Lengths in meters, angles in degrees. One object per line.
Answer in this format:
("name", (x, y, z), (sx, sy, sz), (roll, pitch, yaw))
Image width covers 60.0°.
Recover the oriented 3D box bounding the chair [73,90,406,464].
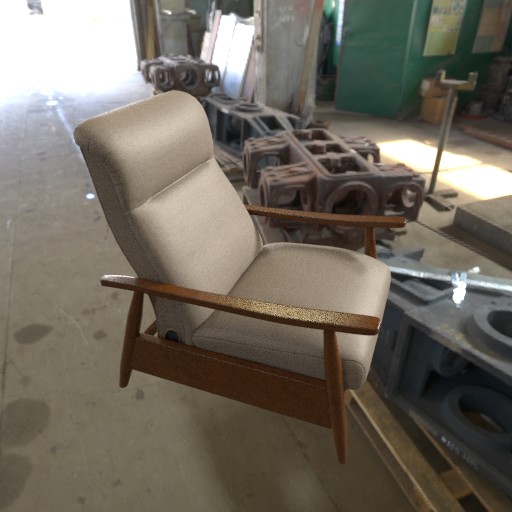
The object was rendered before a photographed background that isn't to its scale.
("chair", (0.000, 0.000, 1.724), (1.032, 1.082, 0.762), (12, 33, 19))
